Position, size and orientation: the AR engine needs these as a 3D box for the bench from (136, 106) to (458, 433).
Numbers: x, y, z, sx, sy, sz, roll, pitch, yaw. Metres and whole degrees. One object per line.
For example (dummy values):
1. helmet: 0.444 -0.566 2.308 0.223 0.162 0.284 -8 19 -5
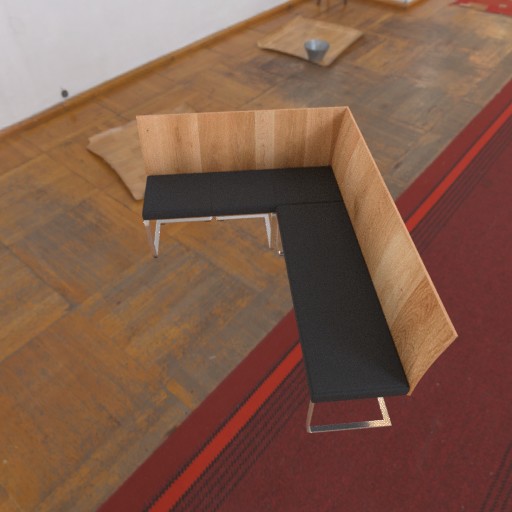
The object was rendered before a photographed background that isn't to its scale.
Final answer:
1. bench: 0.000 0.000 2.781 1.495 0.930 1.945 -4 46 -4
